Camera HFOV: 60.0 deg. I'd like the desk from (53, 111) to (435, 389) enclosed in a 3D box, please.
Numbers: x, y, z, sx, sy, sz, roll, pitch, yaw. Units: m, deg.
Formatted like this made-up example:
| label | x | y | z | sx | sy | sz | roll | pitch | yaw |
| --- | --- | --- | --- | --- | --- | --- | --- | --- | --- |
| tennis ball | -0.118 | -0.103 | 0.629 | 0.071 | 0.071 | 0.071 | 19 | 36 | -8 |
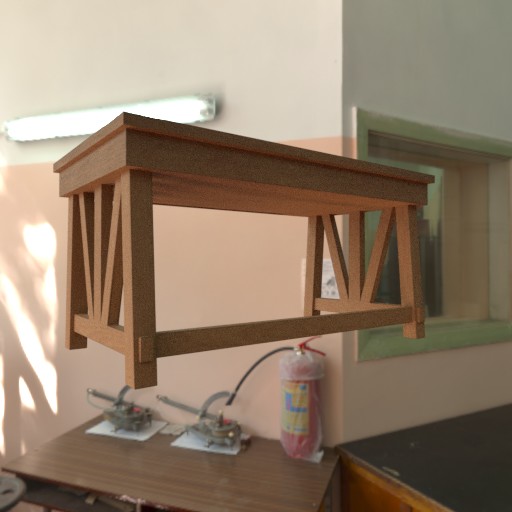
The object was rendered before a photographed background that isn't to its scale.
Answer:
| label | x | y | z | sx | sy | sz | roll | pitch | yaw |
| --- | --- | --- | --- | --- | --- | --- | --- | --- | --- |
| desk | 0.000 | 0.000 | 1.963 | 1.499 | 0.762 | 0.813 | 1 | -1 | -37 |
